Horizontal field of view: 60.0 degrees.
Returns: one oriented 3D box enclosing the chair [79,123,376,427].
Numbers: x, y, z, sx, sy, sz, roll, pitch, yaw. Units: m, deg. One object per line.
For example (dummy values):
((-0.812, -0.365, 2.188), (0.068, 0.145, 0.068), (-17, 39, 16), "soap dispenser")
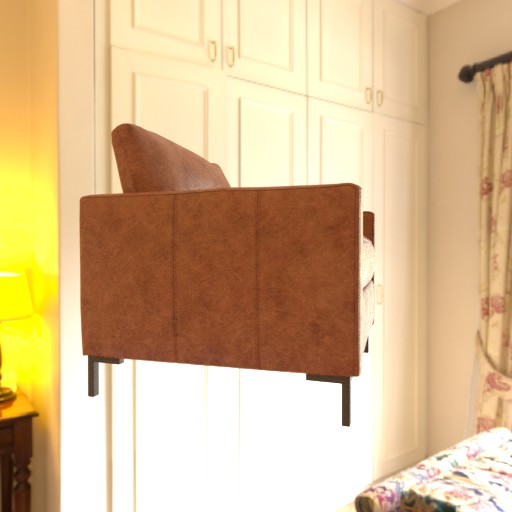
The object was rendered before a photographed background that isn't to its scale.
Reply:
((0.000, 0.000, 1.676), (0.862, 0.869, 0.967), (0, 1, 17), "chair")
